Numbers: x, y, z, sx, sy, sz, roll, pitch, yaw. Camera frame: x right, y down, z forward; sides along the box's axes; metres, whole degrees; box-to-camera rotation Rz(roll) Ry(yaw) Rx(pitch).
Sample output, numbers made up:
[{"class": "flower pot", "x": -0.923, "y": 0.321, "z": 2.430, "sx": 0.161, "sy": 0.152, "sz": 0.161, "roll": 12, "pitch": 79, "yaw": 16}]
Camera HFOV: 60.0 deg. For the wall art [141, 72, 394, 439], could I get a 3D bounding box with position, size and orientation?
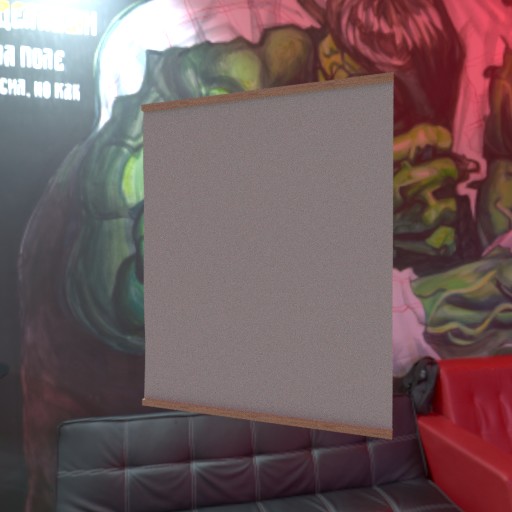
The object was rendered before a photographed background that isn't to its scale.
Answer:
[{"class": "wall art", "x": 0.000, "y": 0.000, "z": 0.687, "sx": 0.406, "sy": 0.508, "sz": 0.013, "roll": 0, "pitch": 1, "yaw": 20}]
